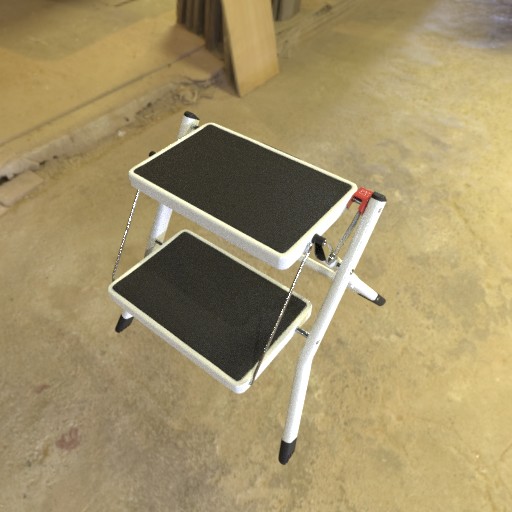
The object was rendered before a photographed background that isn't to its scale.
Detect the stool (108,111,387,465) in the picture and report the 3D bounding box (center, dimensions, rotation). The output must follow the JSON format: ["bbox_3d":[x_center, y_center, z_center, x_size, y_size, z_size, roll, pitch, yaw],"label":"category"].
[{"bbox_3d":[0.000,0.000,0.879,0.485,0.445,0.490,30,53,25],"label":"stool"}]
